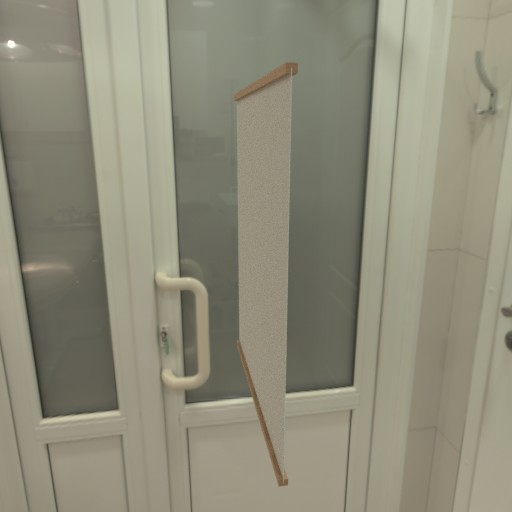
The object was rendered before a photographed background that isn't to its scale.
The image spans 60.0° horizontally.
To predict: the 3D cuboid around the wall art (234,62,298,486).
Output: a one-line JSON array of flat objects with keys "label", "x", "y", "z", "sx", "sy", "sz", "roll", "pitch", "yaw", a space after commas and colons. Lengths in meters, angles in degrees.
[{"label": "wall art", "x": 0.000, "y": 0.000, "z": 0.698, "sx": 0.012, "sy": 0.508, "sz": 0.405, "roll": -3, "pitch": 16, "yaw": -10}]
